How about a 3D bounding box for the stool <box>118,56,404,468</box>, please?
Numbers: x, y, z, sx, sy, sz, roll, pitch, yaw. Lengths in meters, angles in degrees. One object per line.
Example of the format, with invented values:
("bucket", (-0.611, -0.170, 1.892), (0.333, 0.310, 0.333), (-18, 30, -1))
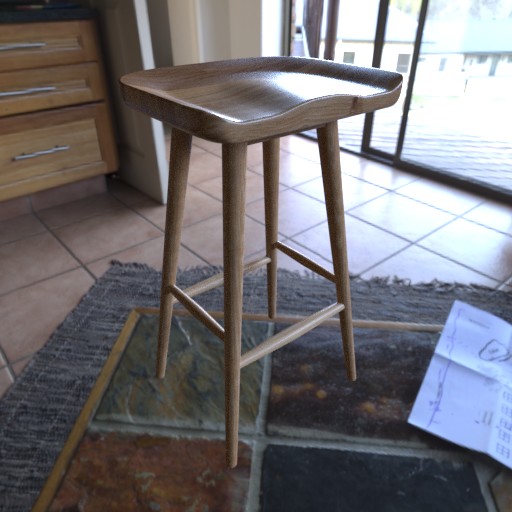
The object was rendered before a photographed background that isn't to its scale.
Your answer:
("stool", (0.000, 0.000, 0.908), (0.407, 0.698, 0.322), (-23, 38, -32))
